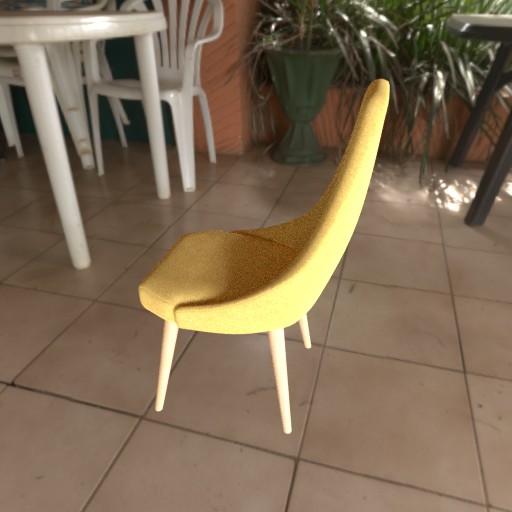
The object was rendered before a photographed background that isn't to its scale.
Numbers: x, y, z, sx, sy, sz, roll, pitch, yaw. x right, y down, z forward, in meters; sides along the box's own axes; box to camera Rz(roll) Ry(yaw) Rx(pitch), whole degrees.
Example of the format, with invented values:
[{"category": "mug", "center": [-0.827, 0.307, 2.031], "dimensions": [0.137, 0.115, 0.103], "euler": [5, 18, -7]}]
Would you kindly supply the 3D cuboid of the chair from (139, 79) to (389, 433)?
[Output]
[{"category": "chair", "center": [0.000, 0.000, 1.388], "dimensions": [0.660, 1.040, 0.510], "euler": [8, 31, 13]}]
